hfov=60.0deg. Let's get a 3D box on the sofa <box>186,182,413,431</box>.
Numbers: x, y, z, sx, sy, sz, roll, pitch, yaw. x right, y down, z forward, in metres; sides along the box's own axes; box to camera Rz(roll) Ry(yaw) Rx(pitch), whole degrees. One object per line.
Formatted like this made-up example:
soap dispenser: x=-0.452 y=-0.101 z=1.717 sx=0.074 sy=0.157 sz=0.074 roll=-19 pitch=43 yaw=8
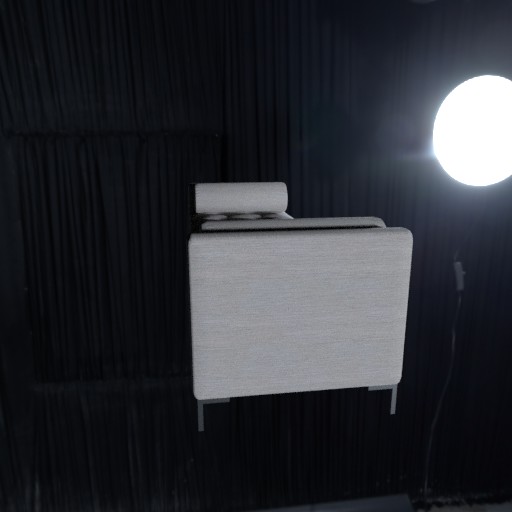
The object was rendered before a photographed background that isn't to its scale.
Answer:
sofa: x=0.000 y=0.000 z=2.309 sx=0.686 sy=0.635 sz=1.981 roll=-2 pitch=14 yaw=-8
